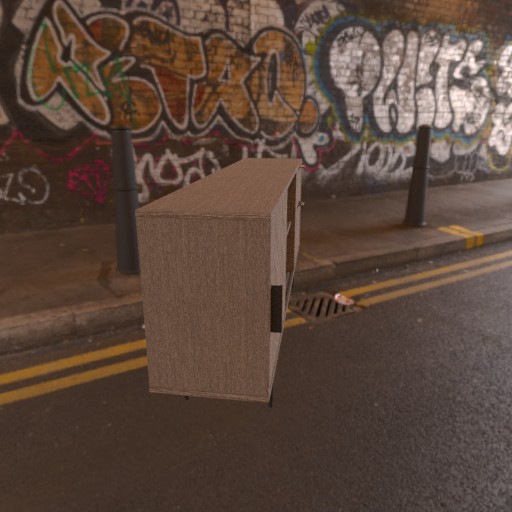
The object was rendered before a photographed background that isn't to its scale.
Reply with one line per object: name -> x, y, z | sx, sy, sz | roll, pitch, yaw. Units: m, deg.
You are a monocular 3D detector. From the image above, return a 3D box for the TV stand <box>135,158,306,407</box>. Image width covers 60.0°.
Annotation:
TV stand -> 0.000, 0.000, 2.148 | 0.405, 0.787, 1.804 | 2, 17, 8
